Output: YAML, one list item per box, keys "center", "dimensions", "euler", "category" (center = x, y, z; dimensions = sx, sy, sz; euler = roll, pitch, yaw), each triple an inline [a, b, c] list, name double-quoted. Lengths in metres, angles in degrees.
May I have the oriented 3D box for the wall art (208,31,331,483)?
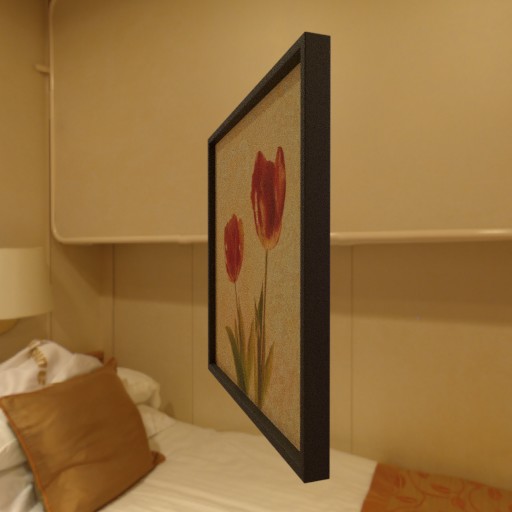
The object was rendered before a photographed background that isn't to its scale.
- center: [0.000, 0.000, 0.513]
  dimensions: [0.038, 0.349, 0.349]
  euler: [0, 1, -18]
  category: "wall art"
